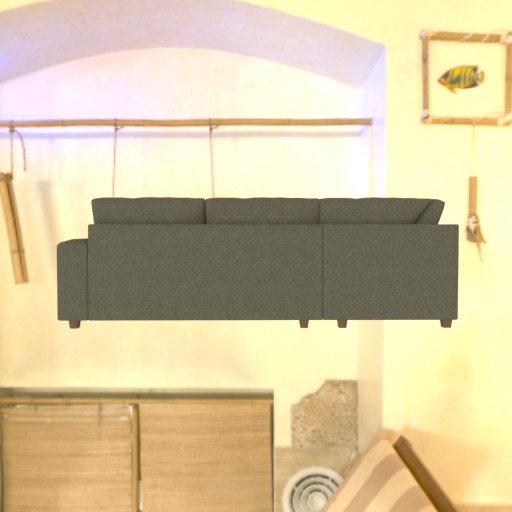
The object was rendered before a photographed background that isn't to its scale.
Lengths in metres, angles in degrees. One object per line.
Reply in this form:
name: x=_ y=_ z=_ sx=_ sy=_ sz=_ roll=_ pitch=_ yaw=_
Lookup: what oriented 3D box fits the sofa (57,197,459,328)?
sofa: x=0.000 y=0.000 z=4.819 sx=2.895 sy=0.965 sz=3.277 roll=0 pitch=2 yaw=-1
